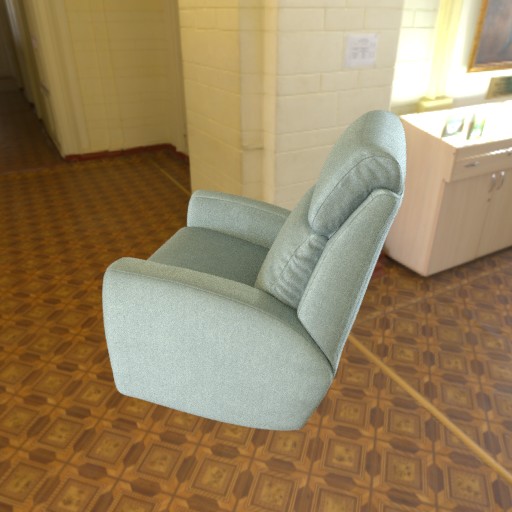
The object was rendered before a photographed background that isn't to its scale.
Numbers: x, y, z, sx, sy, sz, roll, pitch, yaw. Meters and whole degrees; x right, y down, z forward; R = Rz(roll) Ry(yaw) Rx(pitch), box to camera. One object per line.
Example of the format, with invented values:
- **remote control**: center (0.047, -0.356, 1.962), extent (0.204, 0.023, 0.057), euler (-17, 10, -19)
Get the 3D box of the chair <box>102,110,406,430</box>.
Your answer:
- **chair**: center (0.000, 0.000, 1.639), extent (0.940, 1.013, 0.812), euler (8, 29, 14)
